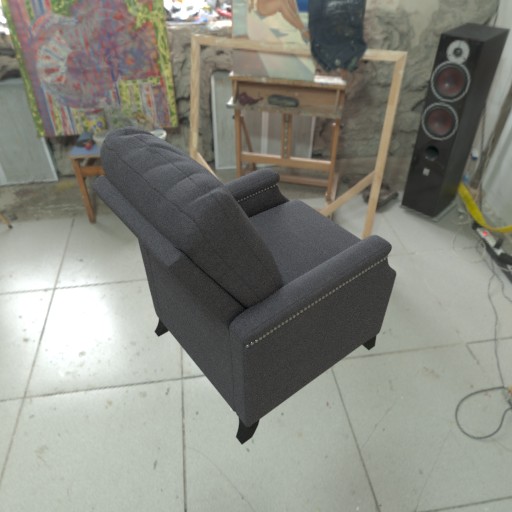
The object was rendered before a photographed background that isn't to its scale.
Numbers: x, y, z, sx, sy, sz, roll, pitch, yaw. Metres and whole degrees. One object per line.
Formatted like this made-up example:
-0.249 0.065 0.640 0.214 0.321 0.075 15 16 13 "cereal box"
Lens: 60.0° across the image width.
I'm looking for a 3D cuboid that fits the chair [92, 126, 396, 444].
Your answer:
0.000 0.000 1.679 0.922 1.049 0.710 -27 47 -28 "chair"
